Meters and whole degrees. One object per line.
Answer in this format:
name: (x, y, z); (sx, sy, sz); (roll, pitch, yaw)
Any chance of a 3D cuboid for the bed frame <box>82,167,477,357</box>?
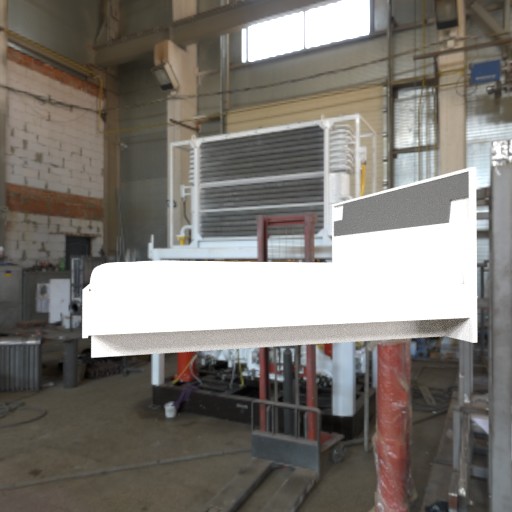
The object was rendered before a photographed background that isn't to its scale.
bed frame: (0.000, 0.000, 3.027); (2.100, 1.001, 1.711); (0, -1, -18)
